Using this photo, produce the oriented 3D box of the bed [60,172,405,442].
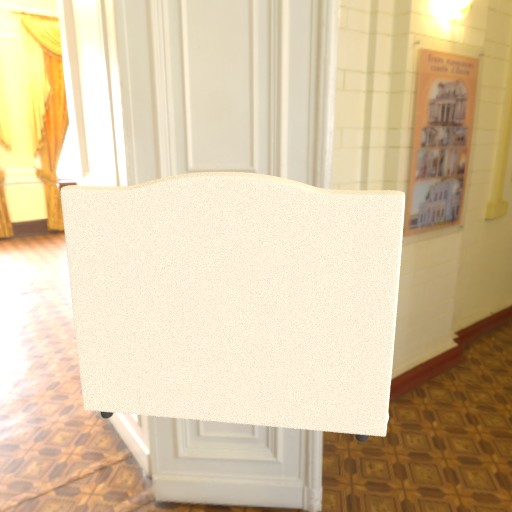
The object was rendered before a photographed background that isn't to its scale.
[{"bbox_3d":[0.000,0.000,3.377,1.821,1.436,2.282,2,16,8],"label":"bed"}]
